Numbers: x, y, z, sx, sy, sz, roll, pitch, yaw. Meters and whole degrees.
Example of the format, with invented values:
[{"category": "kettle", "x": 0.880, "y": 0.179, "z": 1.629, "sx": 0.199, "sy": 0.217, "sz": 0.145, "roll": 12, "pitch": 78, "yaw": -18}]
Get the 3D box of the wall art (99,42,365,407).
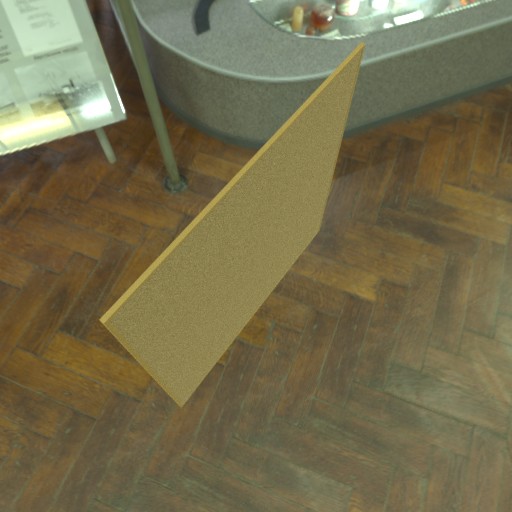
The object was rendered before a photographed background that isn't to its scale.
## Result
[{"category": "wall art", "x": 0.000, "y": 0.000, "z": 1.421, "sx": 0.013, "sy": 0.959, "sz": 0.962, "roll": 33, "pitch": 67, "yaw": 16}]
